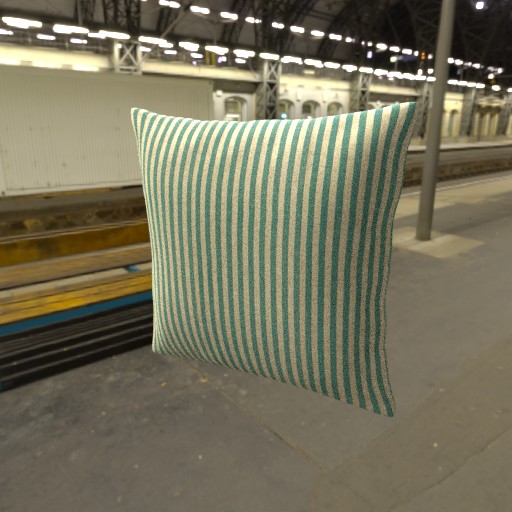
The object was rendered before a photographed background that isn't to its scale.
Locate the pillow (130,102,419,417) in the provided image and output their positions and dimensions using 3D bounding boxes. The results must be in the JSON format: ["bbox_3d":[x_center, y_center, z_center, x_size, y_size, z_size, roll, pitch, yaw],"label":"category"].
[{"bbox_3d":[0.000,0.000,0.791,0.523,0.510,0.166,8,18,26],"label":"pillow"}]
